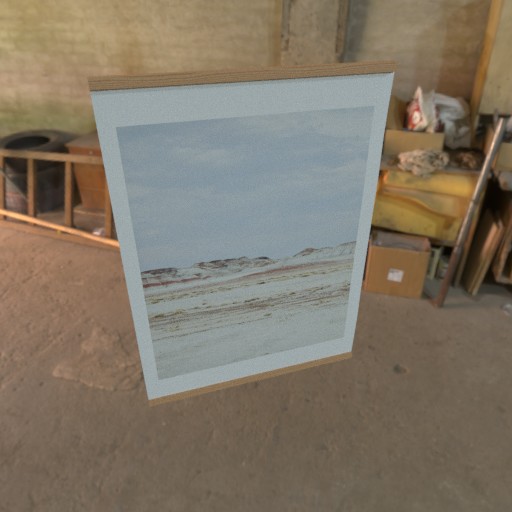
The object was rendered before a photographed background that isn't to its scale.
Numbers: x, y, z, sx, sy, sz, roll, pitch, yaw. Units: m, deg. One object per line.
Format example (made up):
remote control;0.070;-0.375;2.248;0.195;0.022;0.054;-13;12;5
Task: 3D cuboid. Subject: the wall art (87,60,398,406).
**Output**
wall art;0.000;0.000;1.288;0.739;1.016;0.020;-10;33;-15
